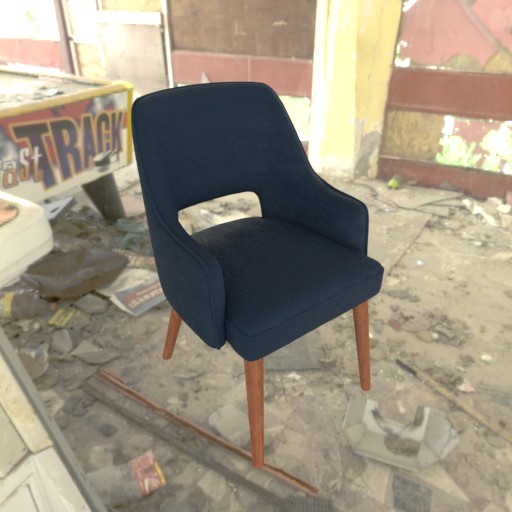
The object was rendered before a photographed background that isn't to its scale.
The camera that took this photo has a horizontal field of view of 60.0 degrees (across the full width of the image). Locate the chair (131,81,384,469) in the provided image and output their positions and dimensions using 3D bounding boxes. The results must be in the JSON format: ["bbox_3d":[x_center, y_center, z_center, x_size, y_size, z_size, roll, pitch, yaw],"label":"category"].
[{"bbox_3d":[0.000,0.000,1.245,0.559,0.844,0.591,-21,36,-32],"label":"chair"}]
